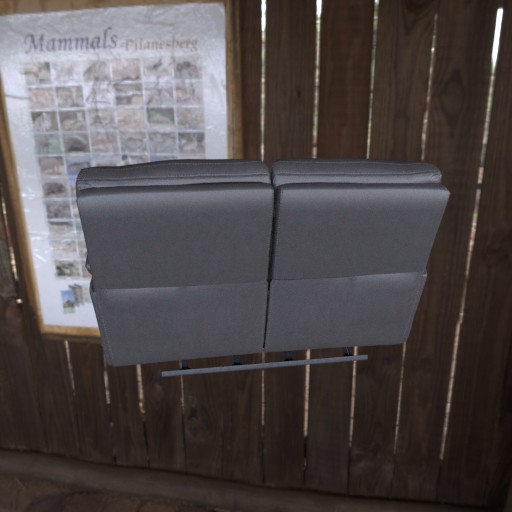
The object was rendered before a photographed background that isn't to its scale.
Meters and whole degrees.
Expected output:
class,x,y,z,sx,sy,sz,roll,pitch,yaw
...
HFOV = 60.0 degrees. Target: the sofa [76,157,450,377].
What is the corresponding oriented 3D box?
class,x,y,z,sx,sy,sz,roll,pitch,yaw
sofa,0.000,0.000,2.494,1.765,1.111,1.104,-2,15,-9
